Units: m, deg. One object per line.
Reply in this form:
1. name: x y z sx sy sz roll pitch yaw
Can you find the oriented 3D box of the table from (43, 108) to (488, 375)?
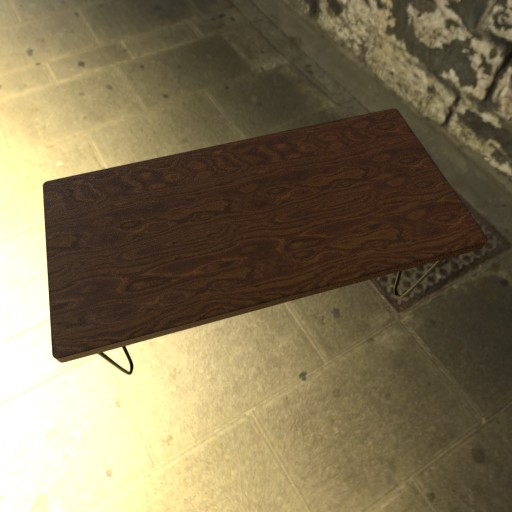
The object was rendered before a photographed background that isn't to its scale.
1. table: 0.000 0.000 2.271 1.791 0.753 0.883 -14 59 -9
